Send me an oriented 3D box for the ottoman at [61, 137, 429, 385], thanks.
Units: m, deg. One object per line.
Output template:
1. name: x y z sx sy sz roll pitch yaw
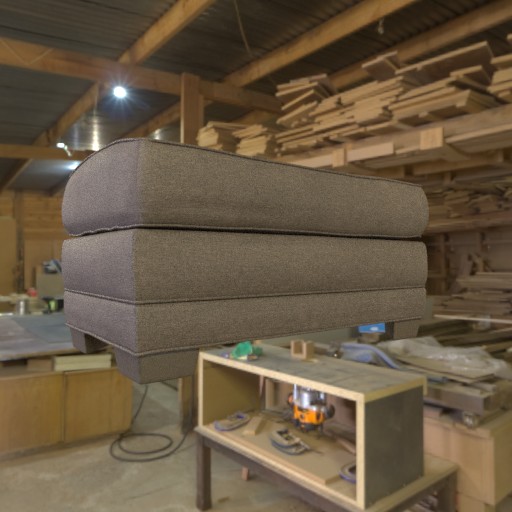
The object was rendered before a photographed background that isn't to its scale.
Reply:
1. ottoman: 0.000 0.000 1.153 0.864 0.448 0.490 1 -1 -37
